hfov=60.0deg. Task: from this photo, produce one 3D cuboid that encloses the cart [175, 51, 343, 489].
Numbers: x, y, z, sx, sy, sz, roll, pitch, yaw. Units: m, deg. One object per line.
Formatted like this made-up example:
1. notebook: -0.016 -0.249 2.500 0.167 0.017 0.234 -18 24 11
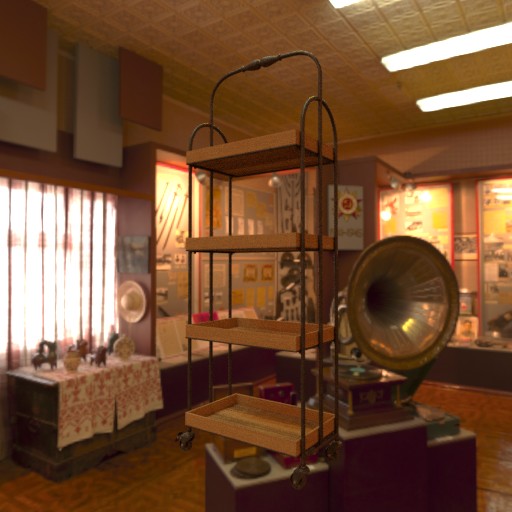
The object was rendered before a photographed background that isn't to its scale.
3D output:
1. cart: 0.000 0.000 1.665 0.581 1.481 0.308 -1 -1 35
